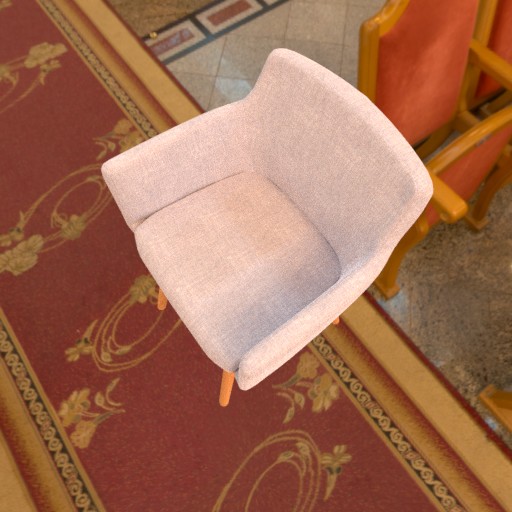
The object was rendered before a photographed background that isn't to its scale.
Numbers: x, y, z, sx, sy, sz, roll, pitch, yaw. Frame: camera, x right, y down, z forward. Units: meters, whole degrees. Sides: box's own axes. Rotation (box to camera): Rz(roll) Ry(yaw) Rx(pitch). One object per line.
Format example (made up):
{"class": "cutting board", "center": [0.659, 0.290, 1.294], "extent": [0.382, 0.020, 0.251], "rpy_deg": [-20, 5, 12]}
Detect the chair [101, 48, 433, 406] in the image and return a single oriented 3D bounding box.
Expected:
{"class": "chair", "center": [0.000, 0.000, 1.138], "extent": [0.540, 0.780, 0.570], "rpy_deg": [-33, 68, -15]}
